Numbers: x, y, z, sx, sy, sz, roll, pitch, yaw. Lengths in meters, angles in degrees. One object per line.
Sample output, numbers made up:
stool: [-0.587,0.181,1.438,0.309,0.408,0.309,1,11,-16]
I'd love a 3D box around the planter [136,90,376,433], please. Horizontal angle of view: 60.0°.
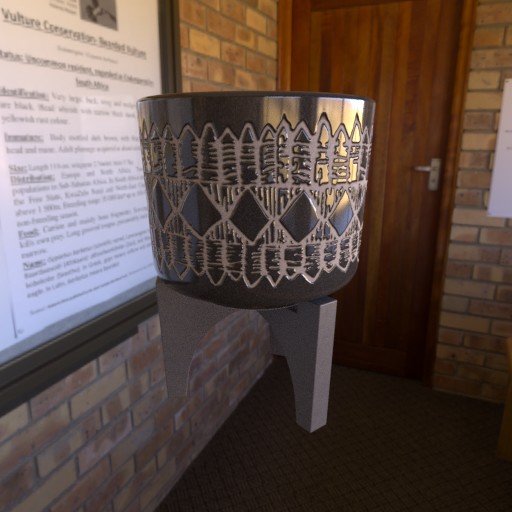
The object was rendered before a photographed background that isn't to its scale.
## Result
planter: [0.000,0.000,0.269,0.129,0.177,0.129,0,15,0]
